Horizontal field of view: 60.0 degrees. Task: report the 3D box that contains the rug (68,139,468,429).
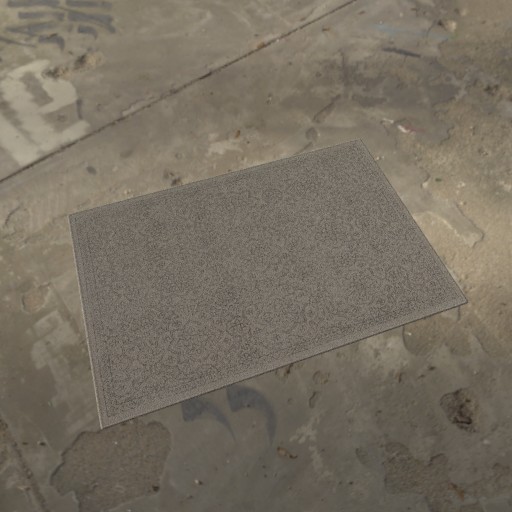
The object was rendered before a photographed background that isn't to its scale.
[{"bbox_3d":[0.000,0.000,2.356,1.829,0.010,1.219,-17,60,-10],"label":"rug"}]
